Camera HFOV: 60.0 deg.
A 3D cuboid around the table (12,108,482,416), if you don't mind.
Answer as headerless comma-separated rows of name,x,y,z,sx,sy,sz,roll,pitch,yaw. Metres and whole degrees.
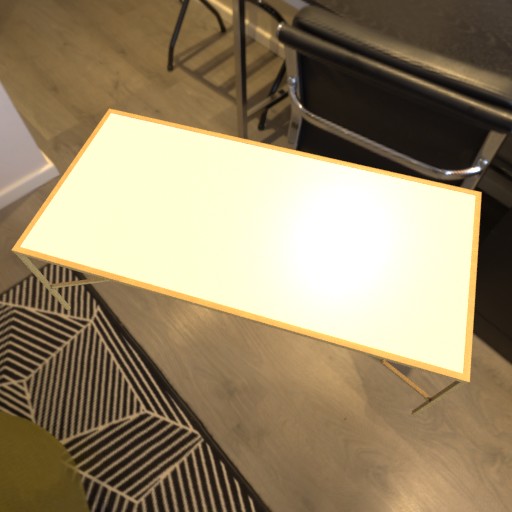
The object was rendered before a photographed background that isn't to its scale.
table,0.000,0.000,1.421,1.206,0.398,0.580,15,60,9
